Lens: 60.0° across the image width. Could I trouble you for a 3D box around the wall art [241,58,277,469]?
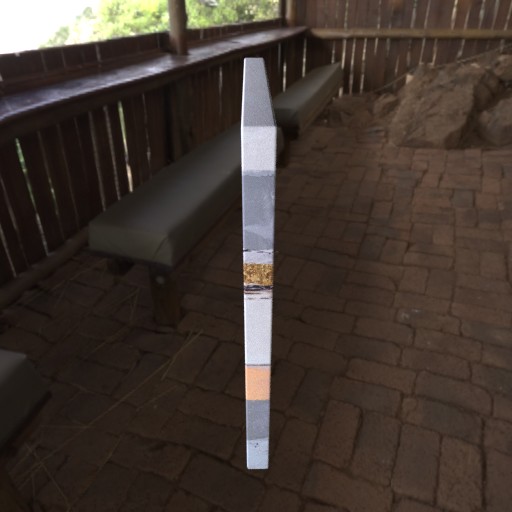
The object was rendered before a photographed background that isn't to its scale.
[{"bbox_3d":[0.000,0.000,0.818,0.038,0.609,0.456,0,32,-1],"label":"wall art"}]
